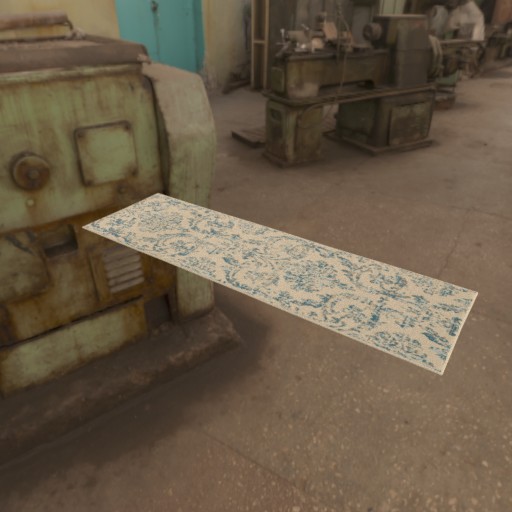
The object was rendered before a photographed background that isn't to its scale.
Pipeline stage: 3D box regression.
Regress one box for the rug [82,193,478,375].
[{"bbox_3d":[0.000,0.000,2.477,2.196,0.011,0.662,19,36,29],"label":"rug"}]
